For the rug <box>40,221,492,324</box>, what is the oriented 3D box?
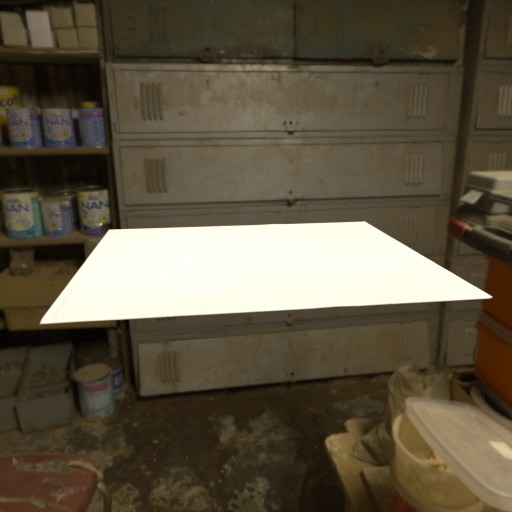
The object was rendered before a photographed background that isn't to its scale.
[{"bbox_3d":[0.000,0.000,4.031,3.009,0.019,2.423,-2,17,-8],"label":"rug"}]
